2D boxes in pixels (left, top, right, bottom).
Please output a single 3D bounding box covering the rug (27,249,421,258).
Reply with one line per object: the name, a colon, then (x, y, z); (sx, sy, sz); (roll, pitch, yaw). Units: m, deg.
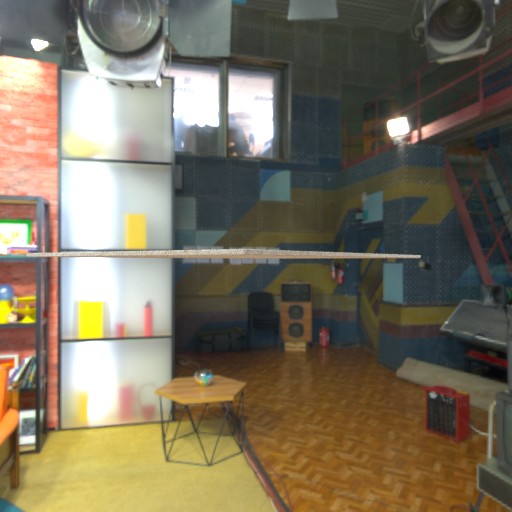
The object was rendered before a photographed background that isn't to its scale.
rug: (0.000, 0.000, 3.504); (1.800, 0.025, 2.699); (0, -1, 35)
